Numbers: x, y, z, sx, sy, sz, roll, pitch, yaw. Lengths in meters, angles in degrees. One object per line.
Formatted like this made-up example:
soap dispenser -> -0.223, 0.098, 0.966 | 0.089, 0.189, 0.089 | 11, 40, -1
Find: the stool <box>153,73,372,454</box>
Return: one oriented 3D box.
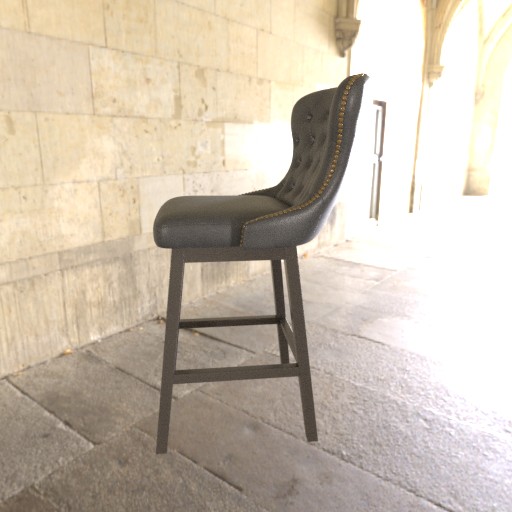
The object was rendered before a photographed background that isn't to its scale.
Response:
stool -> 0.000, 0.000, 1.306 | 0.593, 0.971, 0.528 | -2, 15, -7
